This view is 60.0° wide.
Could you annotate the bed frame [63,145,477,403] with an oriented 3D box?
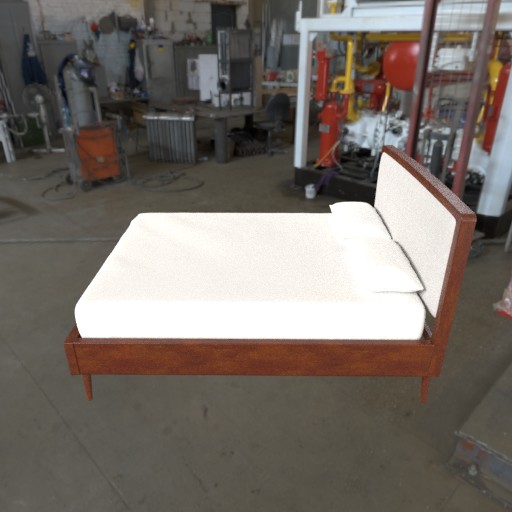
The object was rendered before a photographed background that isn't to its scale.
[{"bbox_3d":[0.000,0.000,3.145,2.171,1.279,1.587,0,26,0],"label":"bed frame"}]
